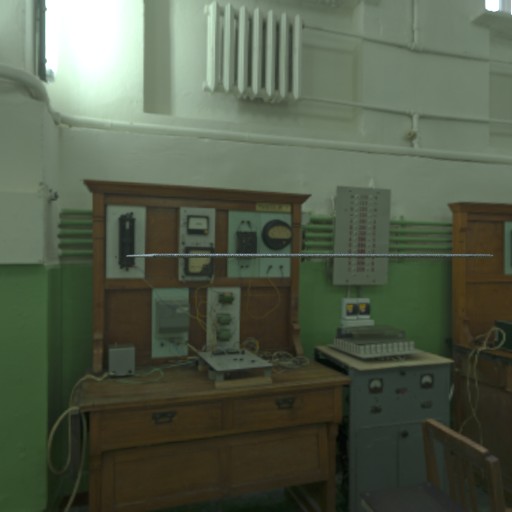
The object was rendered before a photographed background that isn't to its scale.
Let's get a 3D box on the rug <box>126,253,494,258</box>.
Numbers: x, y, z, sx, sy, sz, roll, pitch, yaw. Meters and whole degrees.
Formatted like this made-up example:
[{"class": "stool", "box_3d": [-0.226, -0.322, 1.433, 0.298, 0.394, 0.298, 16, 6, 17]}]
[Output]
[{"class": "rug", "box_3d": [0.000, 0.000, 3.424, 1.819, 0.018, 2.746, 0, 0, -18]}]
